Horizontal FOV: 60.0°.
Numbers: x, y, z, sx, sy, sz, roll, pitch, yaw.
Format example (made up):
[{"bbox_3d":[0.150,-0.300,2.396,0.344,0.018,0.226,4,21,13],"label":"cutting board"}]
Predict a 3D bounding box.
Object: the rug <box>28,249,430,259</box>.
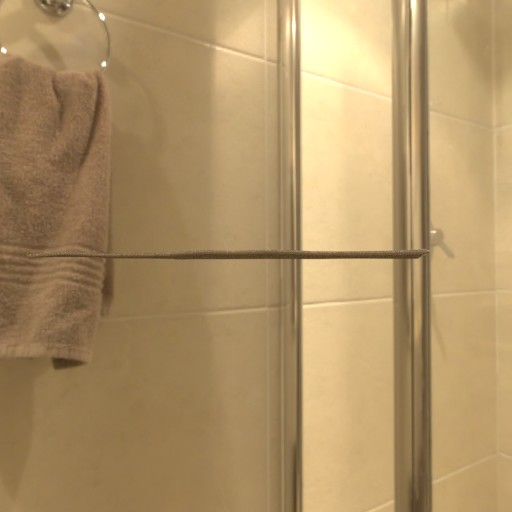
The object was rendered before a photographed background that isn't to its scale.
[{"bbox_3d":[0.000,0.000,0.905,0.642,0.008,0.551,0,-1,19],"label":"rug"}]
